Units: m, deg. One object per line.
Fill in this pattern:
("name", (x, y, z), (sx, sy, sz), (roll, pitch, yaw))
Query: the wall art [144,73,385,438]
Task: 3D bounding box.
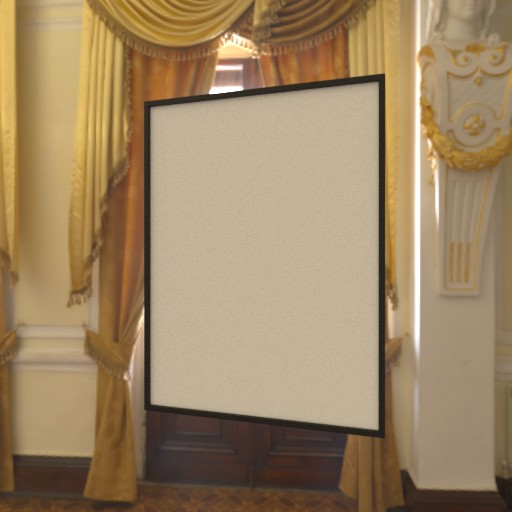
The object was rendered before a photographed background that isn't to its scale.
("wall art", (0.000, 0.000, 1.434), (0.802, 1.070, 0.036), (0, 0, 17))
